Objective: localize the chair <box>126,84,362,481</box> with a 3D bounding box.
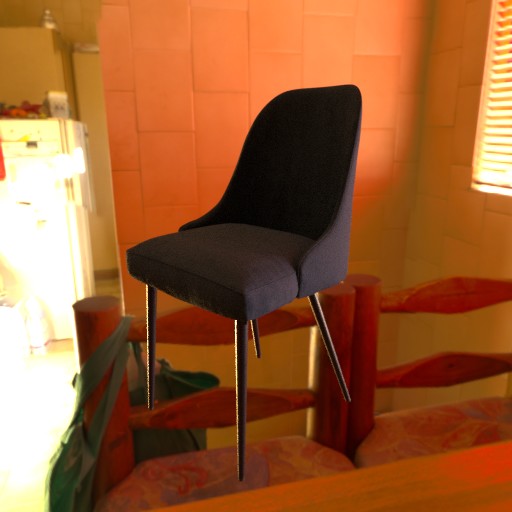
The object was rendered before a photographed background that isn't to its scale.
[{"bbox_3d":[0.000,0.000,1.198,0.559,0.896,0.478,-15,21,-43],"label":"chair"}]
